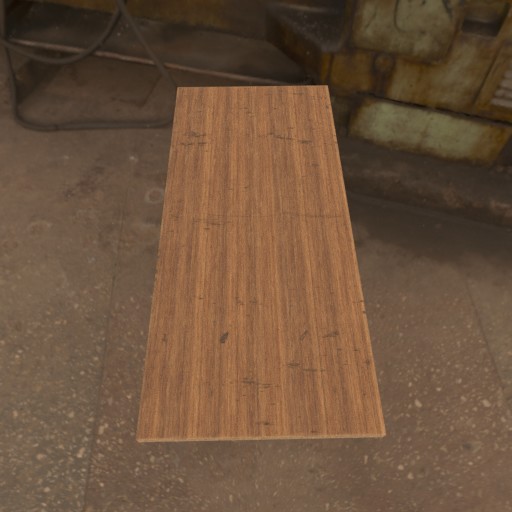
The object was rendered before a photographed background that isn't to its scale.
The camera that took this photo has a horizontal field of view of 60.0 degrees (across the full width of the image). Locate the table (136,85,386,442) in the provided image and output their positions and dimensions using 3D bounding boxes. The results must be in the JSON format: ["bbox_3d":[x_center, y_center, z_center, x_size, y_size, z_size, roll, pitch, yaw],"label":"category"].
[{"bbox_3d":[0.000,0.000,2.675,1.000,0.757,2.200,-1,57,-1],"label":"table"}]
